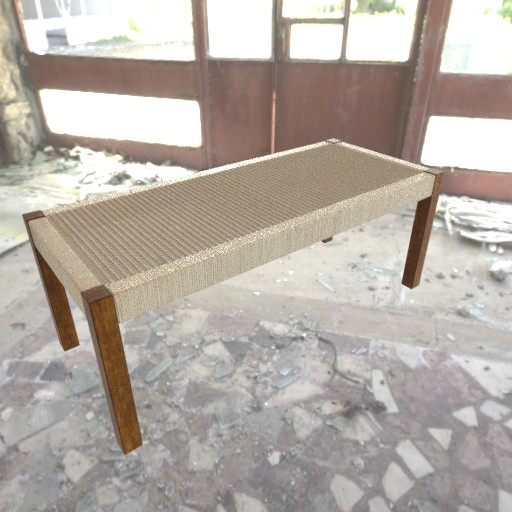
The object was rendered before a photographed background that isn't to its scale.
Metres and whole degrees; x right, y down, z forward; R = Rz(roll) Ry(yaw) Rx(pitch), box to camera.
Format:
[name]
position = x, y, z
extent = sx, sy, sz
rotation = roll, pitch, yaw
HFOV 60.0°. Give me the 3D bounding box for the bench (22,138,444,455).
[bench]
position = 0.000, 0.000, 1.449
extent = 1.198, 0.457, 0.507
rotation = -21, 37, -32
